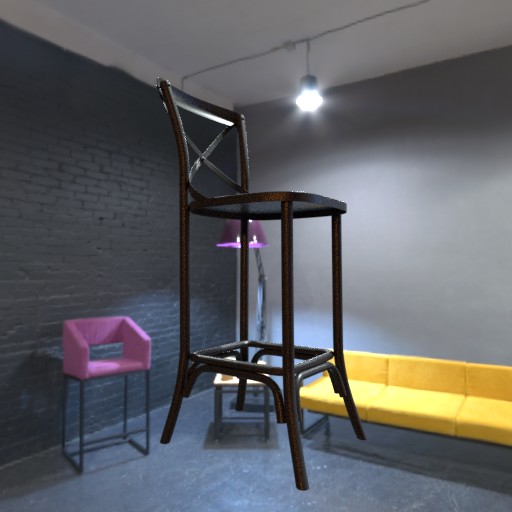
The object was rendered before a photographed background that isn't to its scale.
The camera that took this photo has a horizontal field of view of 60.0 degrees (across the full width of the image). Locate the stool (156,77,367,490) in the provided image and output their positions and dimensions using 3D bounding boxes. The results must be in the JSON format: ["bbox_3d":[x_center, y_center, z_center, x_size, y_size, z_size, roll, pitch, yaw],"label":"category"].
[{"bbox_3d":[0.000,0.000,1.431,0.584,1.168,0.457,-1,-2,35],"label":"stool"}]
